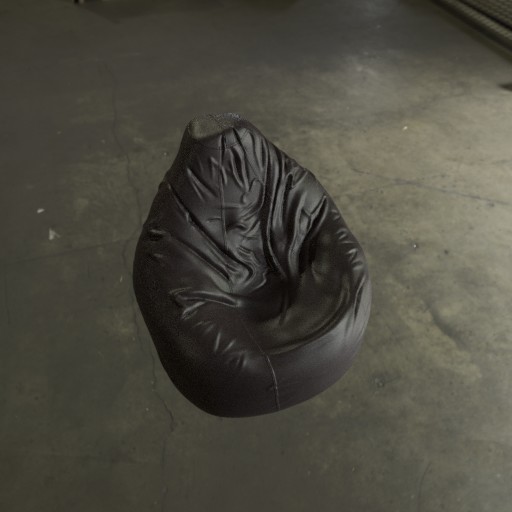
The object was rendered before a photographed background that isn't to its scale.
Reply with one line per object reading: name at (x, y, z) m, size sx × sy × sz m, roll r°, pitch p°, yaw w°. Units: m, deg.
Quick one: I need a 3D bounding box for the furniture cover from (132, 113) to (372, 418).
furniture cover at (0.000, 0.000, 1.930) m, size 1.070 × 0.990 × 1.070 m, roll -23°, pitch 51°, yaw -21°
